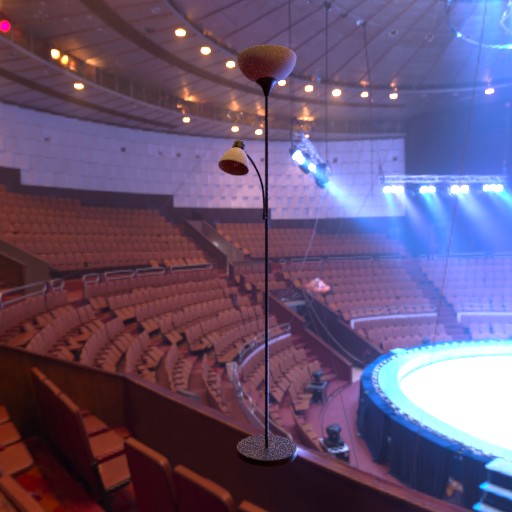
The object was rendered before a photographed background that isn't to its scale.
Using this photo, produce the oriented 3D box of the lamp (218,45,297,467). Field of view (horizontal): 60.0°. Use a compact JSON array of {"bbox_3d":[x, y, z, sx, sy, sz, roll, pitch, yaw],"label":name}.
[{"bbox_3d":[0.000,0.000,1.958,0.279,1.804,0.442,0,0,35],"label":"lamp"}]
